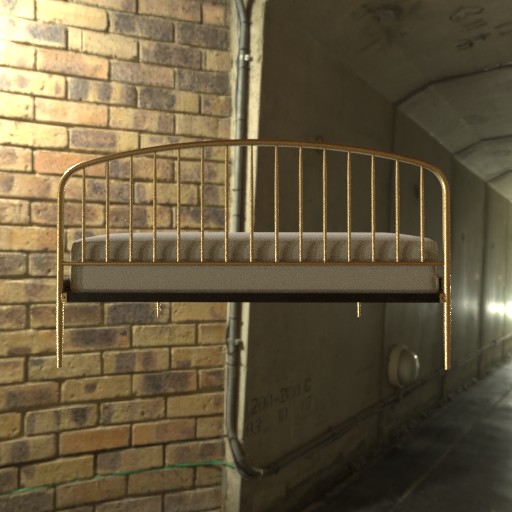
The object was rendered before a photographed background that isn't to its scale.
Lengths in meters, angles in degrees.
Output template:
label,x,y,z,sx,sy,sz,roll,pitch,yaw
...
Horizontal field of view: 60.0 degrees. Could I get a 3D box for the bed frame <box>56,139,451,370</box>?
label,x,y,z,sx,sy,sz,roll,pitch,yaw
bed frame,0.000,0.000,3.330,2.016,1.174,2.152,0,-1,1
